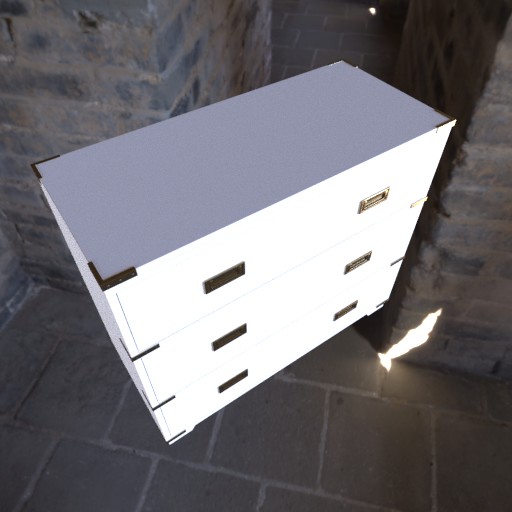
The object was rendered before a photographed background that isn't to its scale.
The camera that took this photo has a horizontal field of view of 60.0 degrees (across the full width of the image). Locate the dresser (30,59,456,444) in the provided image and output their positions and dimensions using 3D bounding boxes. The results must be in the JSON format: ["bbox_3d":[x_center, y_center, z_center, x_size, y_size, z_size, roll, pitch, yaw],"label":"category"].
[{"bbox_3d":[0.000,0.000,1.480,1.022,0.891,0.460,-27,53,-22],"label":"dresser"}]
